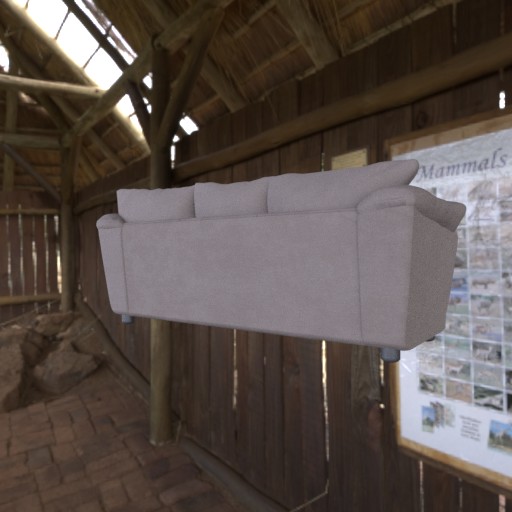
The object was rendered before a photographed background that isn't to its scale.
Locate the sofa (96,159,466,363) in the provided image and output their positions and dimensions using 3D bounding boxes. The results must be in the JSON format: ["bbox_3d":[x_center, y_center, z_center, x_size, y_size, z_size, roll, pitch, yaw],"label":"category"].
[{"bbox_3d":[0.000,0.000,2.871,2.377,0.981,0.893,0,0,36],"label":"sofa"}]
